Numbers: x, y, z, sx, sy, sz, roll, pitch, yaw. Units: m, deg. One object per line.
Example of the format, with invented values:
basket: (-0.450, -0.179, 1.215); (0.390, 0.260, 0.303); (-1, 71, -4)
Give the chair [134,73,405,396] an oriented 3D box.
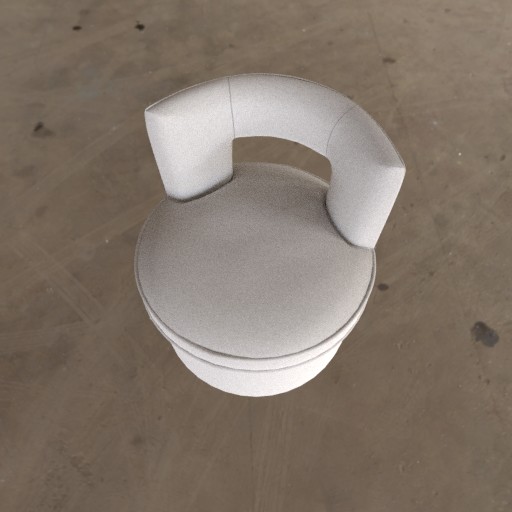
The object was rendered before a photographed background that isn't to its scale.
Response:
chair: (0.000, 0.000, 1.241); (0.650, 0.723, 0.665); (15, 58, 10)
